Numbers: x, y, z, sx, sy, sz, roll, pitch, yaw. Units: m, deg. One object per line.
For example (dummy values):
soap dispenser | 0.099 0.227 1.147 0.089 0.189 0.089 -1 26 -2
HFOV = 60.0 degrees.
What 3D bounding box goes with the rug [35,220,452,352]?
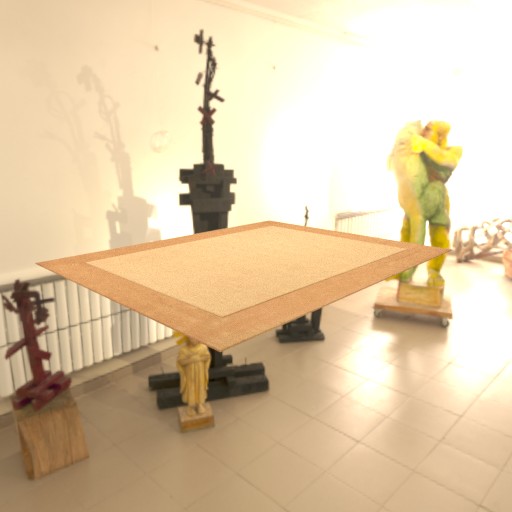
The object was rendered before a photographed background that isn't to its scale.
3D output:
rug | 0.000 0.000 4.130 2.438 0.014 3.048 13 20 42
